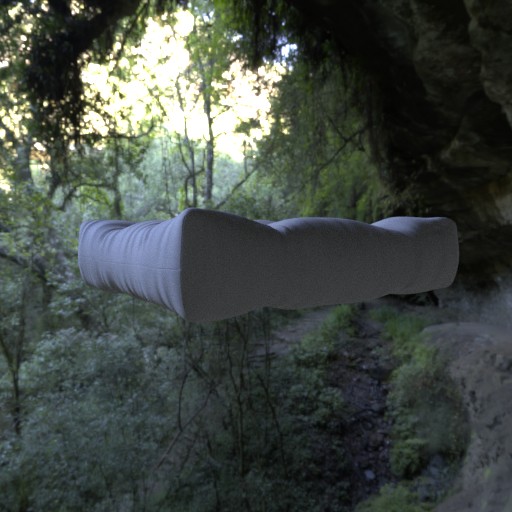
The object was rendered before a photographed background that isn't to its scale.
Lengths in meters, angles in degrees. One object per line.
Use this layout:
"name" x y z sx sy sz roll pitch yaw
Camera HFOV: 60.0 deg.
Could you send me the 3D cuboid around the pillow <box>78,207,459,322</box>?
"pillow" 0.000 0.000 0.749 0.490 0.128 0.468 -2 3 -35
